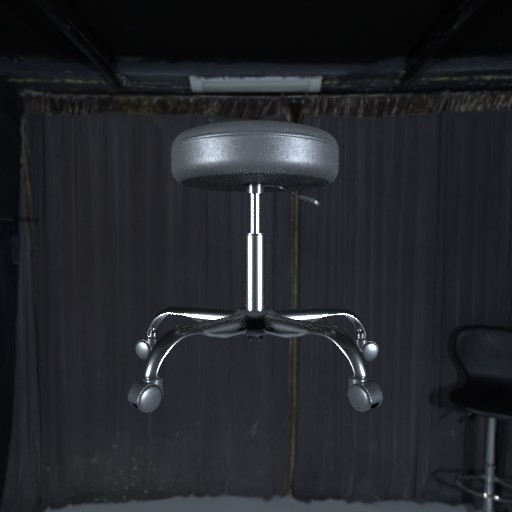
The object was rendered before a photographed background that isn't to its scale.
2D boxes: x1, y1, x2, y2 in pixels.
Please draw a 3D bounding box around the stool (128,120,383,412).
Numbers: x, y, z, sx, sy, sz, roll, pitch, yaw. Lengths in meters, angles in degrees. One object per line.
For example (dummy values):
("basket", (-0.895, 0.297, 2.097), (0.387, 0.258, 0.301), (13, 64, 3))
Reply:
("stool", (0.000, 0.000, 1.138), (0.673, 0.576, 0.638), (0, 2, 0))
